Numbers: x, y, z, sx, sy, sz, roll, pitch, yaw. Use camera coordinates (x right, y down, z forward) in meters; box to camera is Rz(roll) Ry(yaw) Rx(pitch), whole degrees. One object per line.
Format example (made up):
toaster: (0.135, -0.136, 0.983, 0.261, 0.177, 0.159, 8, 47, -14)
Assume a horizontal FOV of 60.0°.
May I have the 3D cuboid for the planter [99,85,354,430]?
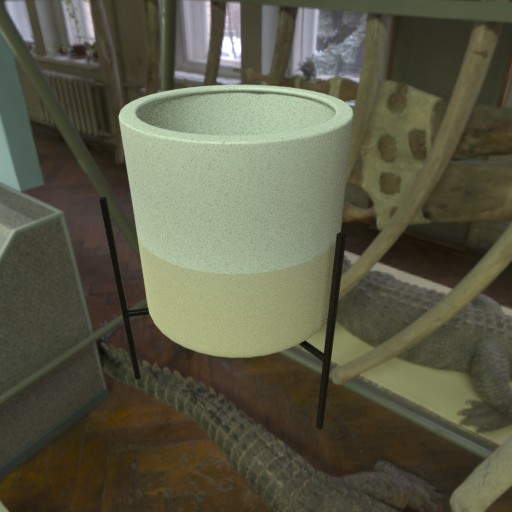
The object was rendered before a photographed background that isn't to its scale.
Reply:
planter: (0.000, 0.000, 0.550, 0.267, 0.362, 0.263, 21, 37, 30)
